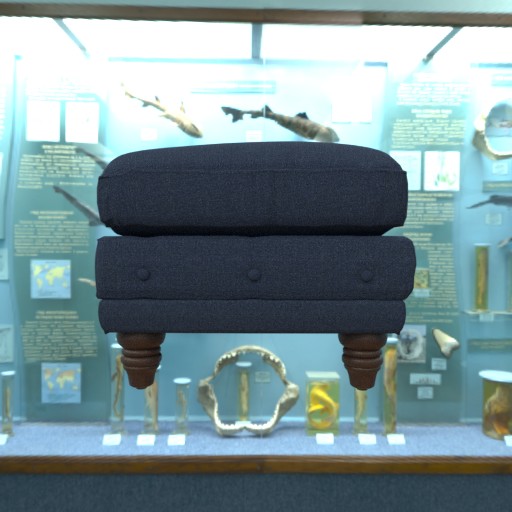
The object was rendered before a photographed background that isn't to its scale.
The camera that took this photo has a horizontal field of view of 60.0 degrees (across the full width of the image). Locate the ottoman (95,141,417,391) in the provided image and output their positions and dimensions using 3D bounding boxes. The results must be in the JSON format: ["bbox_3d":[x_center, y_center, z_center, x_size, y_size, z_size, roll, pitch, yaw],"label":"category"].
[{"bbox_3d":[0.000,0.000,1.125,0.558,0.486,0.767,0,1,1],"label":"ottoman"}]
